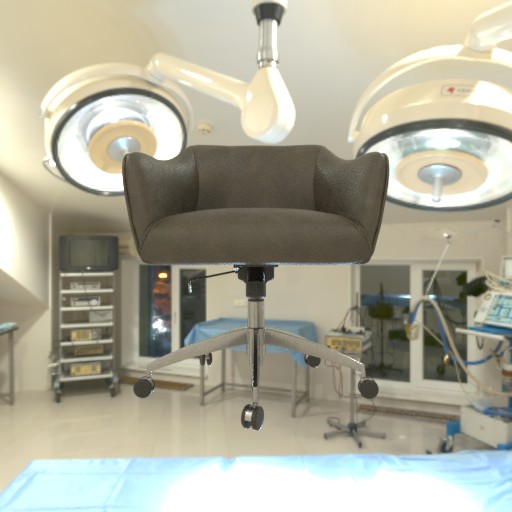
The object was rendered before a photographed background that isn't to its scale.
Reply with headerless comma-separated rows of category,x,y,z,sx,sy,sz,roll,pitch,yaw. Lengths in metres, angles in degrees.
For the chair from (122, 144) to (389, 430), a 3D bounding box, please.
chair,0.000,0.000,1.369,0.713,0.827,0.689,0,0,0
